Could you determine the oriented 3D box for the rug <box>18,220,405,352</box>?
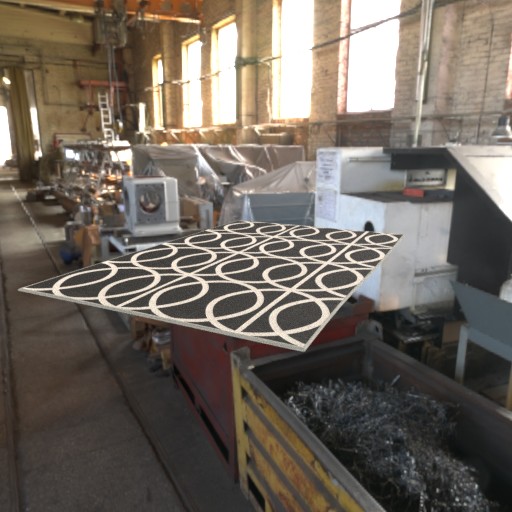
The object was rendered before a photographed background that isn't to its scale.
[{"bbox_3d":[0.000,0.000,2.875,1.528,0.014,2.294,7,16,26],"label":"rug"}]
